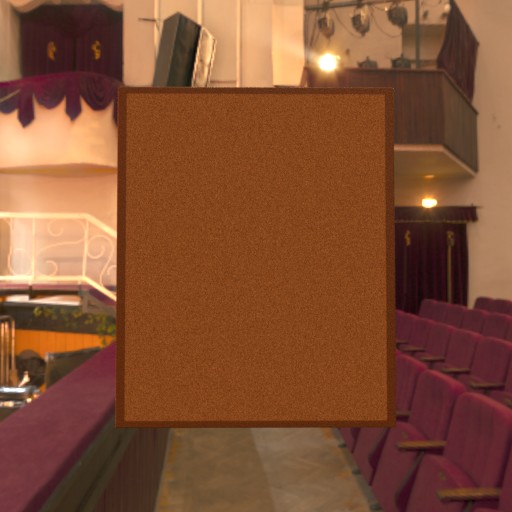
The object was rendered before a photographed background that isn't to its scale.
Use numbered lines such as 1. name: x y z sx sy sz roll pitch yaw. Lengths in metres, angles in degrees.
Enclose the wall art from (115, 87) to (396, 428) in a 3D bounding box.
1. wall art: 0.000 0.000 0.499 0.310 0.379 0.015 0 -1 0
